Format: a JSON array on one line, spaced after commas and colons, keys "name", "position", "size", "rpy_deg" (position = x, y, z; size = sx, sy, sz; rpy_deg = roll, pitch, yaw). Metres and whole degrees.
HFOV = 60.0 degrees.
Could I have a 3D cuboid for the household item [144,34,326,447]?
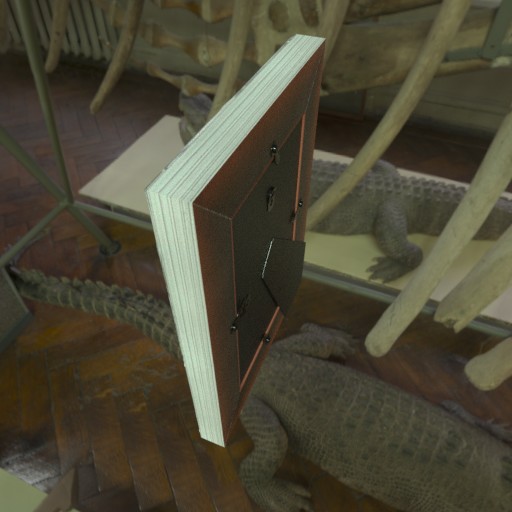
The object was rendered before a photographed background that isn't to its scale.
[{"name": "household item", "position": [0.000, 0.000, 0.285], "size": [0.025, 0.216, 0.165], "rpy_deg": [16, 48, 15]}]
